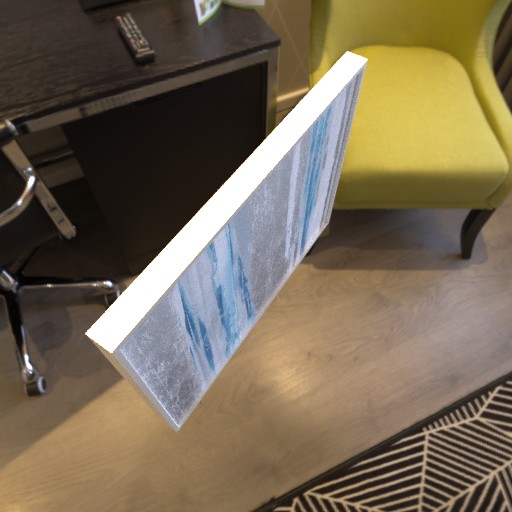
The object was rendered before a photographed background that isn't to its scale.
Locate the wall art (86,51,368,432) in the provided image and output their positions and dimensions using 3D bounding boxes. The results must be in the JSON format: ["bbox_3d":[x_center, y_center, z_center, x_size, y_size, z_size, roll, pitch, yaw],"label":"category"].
[{"bbox_3d":[0.000,0.000,1.399,0.066,0.801,1.056,30,63,17],"label":"wall art"}]
